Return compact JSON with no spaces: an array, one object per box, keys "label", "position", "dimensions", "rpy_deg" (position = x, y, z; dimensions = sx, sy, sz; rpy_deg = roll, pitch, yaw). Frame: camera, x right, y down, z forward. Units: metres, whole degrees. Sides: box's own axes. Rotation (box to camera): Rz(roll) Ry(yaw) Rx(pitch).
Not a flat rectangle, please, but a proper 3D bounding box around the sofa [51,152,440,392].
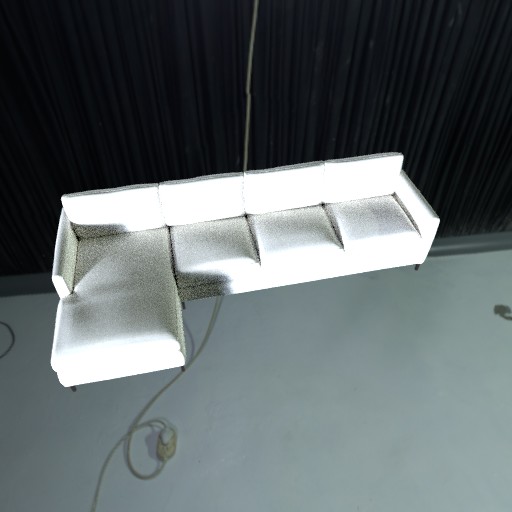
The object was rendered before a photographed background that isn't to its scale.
[{"label":"sofa","position":[0.000,0.000,3.716],"dimensions":[3.186,0.875,1.467],"rpy_deg":[-9,46,-9]}]
